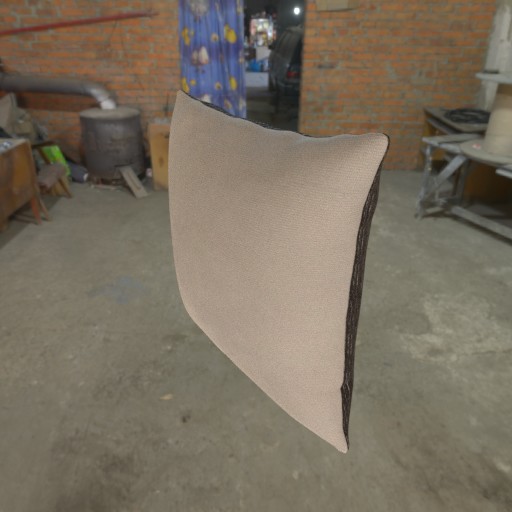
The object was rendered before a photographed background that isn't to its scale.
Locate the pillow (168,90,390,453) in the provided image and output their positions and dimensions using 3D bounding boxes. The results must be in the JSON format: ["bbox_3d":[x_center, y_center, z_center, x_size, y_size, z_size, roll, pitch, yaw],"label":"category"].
[{"bbox_3d":[0.000,0.000,0.666,0.196,0.434,0.433,-18,32,-31],"label":"pillow"}]
